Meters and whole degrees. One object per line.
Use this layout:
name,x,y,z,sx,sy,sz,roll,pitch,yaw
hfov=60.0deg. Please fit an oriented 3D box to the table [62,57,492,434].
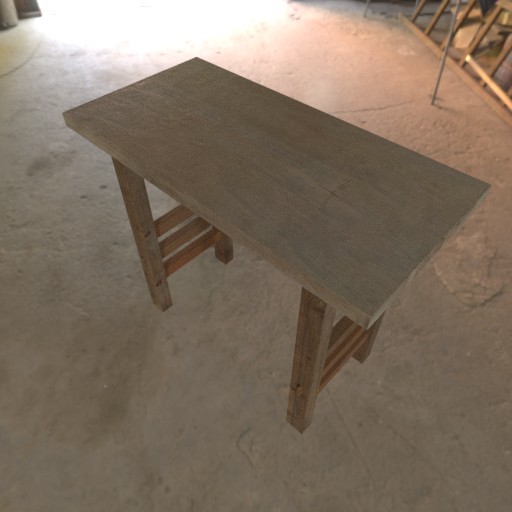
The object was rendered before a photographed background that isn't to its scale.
table,0.000,0.000,1.579,1.119,0.914,0.556,34,56,28
